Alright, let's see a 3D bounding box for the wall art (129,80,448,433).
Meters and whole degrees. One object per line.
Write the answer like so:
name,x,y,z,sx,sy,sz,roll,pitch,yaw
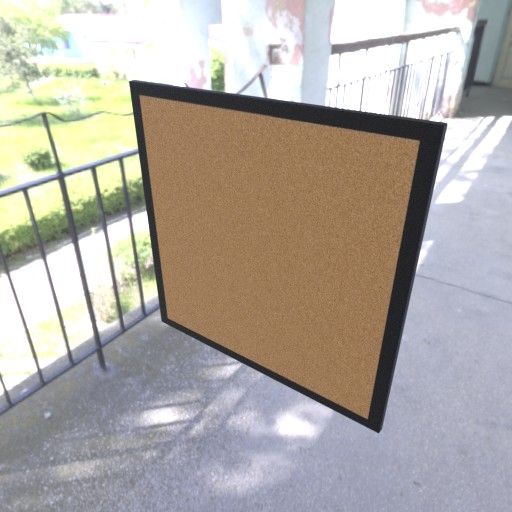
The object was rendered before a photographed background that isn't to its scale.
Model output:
wall art,0.000,0.000,0.960,0.663,0.659,0.016,20,36,30
